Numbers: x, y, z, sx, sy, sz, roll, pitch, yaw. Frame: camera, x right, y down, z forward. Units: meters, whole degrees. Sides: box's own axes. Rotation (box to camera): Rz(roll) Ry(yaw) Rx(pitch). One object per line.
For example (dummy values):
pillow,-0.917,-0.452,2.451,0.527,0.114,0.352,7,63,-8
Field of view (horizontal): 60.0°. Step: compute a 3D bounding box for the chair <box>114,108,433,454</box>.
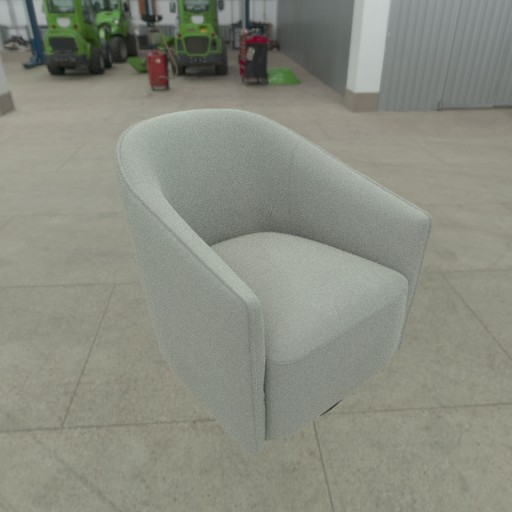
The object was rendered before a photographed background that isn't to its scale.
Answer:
chair,0.000,0.000,1.466,0.747,0.799,0.875,-22,36,-33
